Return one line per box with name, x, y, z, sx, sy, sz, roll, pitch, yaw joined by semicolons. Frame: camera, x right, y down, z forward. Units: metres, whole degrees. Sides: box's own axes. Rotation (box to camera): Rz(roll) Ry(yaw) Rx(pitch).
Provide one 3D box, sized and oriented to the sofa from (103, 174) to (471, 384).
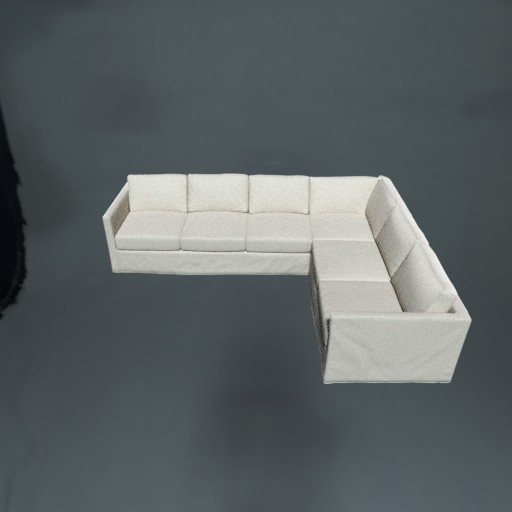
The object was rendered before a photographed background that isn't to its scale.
sofa;0.000;0.000;4.363;3.182;0.871;2.432;1;32;2
